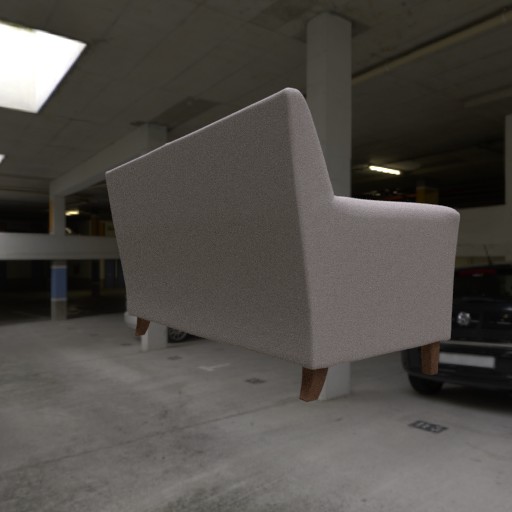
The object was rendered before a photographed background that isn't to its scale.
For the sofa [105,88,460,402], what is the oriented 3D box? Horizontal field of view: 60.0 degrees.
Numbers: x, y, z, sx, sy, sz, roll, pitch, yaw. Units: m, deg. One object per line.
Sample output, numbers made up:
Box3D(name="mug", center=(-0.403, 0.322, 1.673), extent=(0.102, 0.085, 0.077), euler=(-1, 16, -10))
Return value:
Box3D(name="sofa", center=(0.000, 0.000, 1.997), extent=(0.888, 0.890, 1.482), euler=(0, 0, -36))
